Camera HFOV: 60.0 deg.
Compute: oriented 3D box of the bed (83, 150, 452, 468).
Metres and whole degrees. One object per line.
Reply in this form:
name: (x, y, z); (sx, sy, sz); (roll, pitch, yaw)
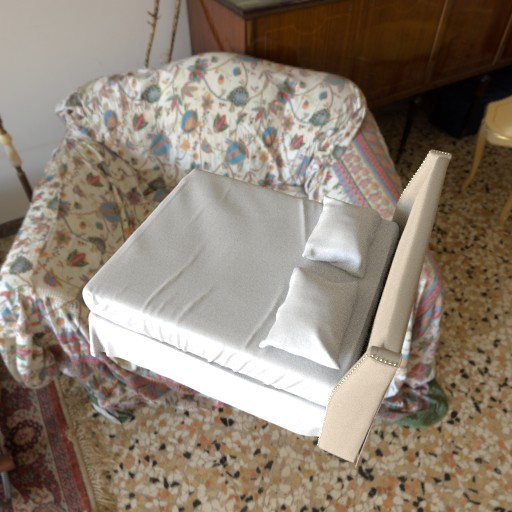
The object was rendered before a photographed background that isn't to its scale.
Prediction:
bed: (0.000, 0.000, 3.373); (2.276, 1.332, 1.925); (18, 49, 16)
